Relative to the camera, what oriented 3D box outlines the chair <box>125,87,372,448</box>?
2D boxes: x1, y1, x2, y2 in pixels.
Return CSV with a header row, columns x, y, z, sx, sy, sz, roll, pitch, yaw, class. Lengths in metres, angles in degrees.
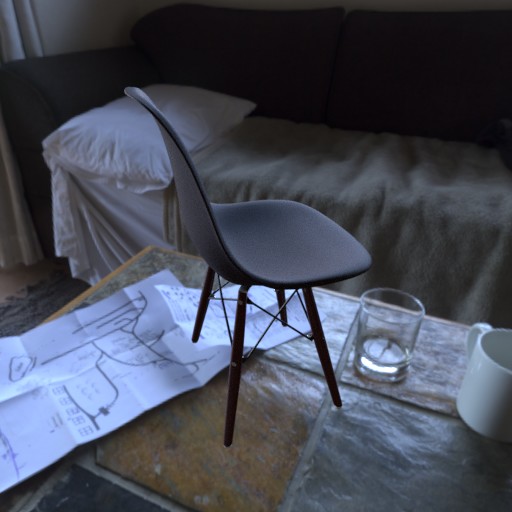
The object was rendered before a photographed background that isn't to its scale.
x,y,z,sx,sy,sz,roll,pitch,yaw,class
0.000,0.000,1.131,0.533,0.826,0.470,-10,31,-17,chair
